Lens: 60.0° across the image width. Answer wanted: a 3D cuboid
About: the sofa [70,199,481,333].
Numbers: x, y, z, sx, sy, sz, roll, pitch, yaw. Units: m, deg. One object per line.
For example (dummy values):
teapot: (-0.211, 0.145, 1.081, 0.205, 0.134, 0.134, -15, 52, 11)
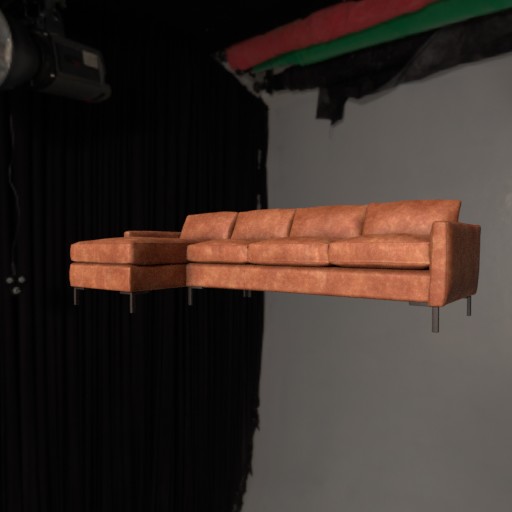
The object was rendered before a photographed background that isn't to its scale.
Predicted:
sofa: (0.000, 0.000, 3.519, 2.993, 0.859, 1.471, 1, 1, 37)
